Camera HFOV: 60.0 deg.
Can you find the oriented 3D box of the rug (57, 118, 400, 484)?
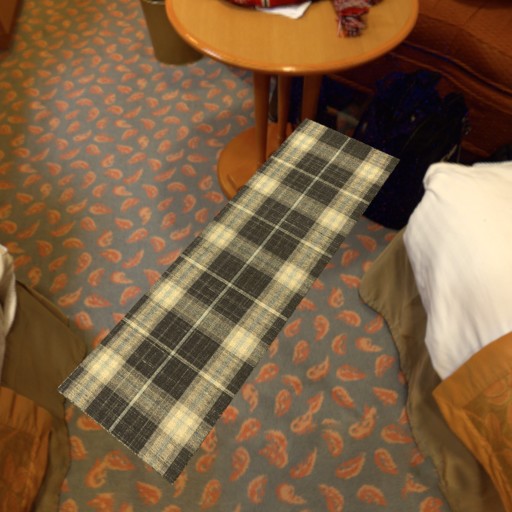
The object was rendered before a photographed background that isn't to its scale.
[{"bbox_3d":[0.000,0.000,2.641,0.760,0.012,2.434,30,62,18],"label":"rug"}]
